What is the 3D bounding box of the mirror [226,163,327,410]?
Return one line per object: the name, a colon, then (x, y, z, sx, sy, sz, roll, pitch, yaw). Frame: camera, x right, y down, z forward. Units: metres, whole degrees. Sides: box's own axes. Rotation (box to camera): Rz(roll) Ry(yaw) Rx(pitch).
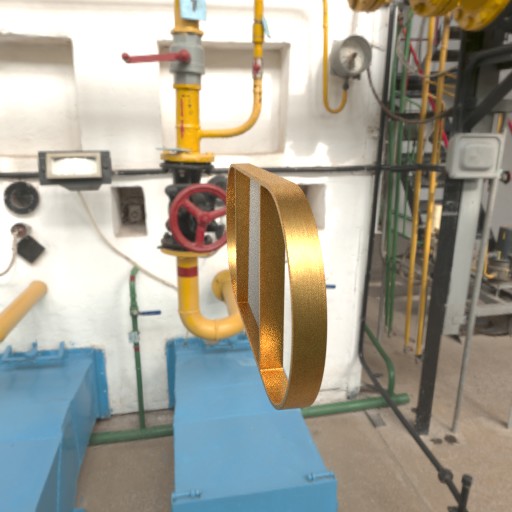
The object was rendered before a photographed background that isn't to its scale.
mirror: (0.000, 0.000, 0.669, 0.032, 0.254, 0.584, -3, 16, -9)
